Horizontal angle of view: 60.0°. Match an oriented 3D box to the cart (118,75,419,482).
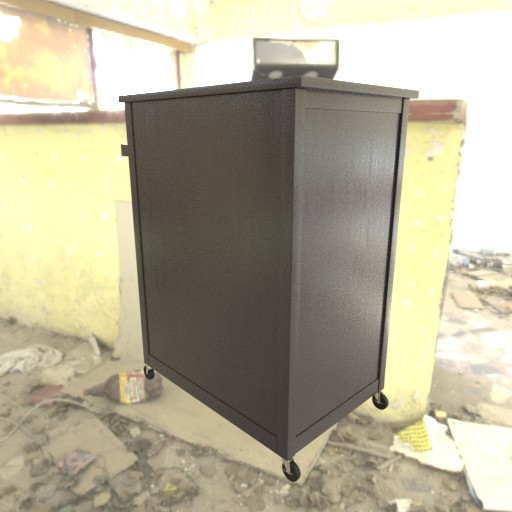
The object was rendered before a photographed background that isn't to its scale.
[{"bbox_3d":[0.000,0.000,1.274,0.449,0.878,0.690,-15,22,-42],"label":"cart"}]
